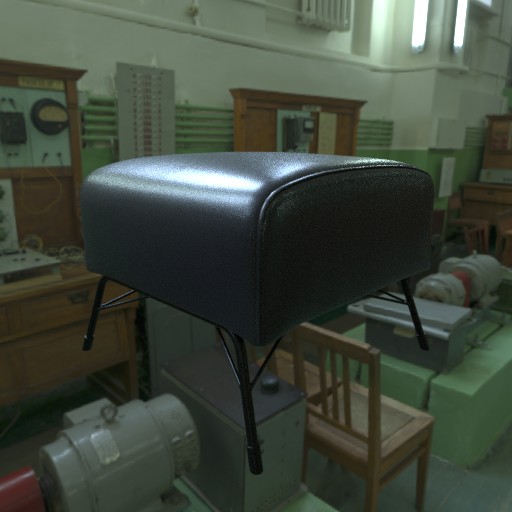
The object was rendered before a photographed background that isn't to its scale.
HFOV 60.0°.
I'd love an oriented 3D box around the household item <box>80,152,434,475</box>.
[{"bbox_3d":[0.000,0.000,0.896,0.530,0.410,0.530,14,20,43],"label":"household item"}]
